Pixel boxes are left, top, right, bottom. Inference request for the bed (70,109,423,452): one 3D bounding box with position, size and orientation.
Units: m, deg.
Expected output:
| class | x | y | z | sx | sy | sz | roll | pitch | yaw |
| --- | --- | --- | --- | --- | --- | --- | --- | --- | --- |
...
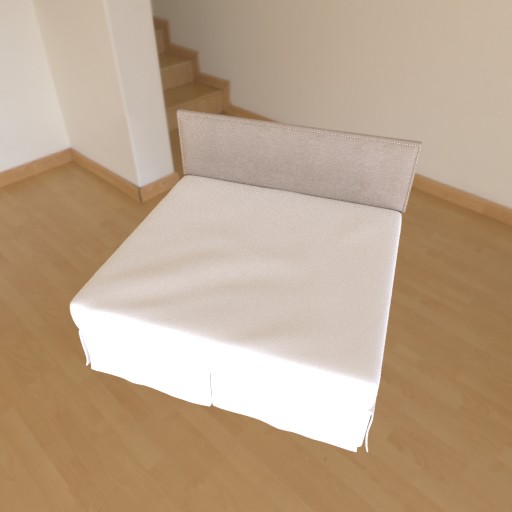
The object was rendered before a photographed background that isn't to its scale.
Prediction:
| class | x | y | z | sx | sy | sz | roll | pitch | yaw |
| --- | --- | --- | --- | --- | --- | --- | --- | --- | --- |
| bed | 0.000 | 0.000 | 3.404 | 2.170 | 1.346 | 1.914 | 12 | 41 | 14 |
